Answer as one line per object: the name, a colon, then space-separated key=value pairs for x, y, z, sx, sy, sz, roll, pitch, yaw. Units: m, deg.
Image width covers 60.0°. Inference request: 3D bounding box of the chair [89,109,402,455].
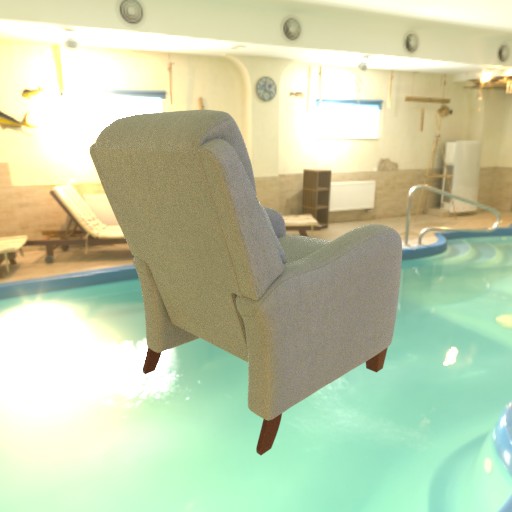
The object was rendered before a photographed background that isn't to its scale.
chair: x=0.000 y=0.000 z=1.762 sx=0.988 sy=1.067 sz=0.785 roll=-14 pitch=21 yaw=-43
